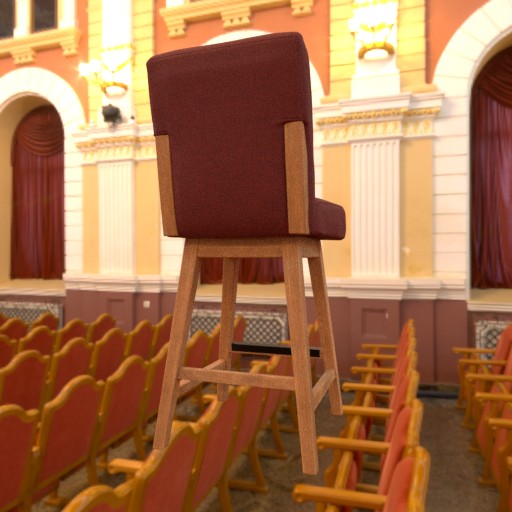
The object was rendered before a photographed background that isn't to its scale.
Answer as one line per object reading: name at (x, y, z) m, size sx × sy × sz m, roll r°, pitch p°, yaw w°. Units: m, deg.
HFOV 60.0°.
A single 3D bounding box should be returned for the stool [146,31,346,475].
stool at (0.000, 0.000, 1.314) m, size 0.468 × 1.038 × 0.562 m, roll 0°, pitch 0°, yaw 19°
